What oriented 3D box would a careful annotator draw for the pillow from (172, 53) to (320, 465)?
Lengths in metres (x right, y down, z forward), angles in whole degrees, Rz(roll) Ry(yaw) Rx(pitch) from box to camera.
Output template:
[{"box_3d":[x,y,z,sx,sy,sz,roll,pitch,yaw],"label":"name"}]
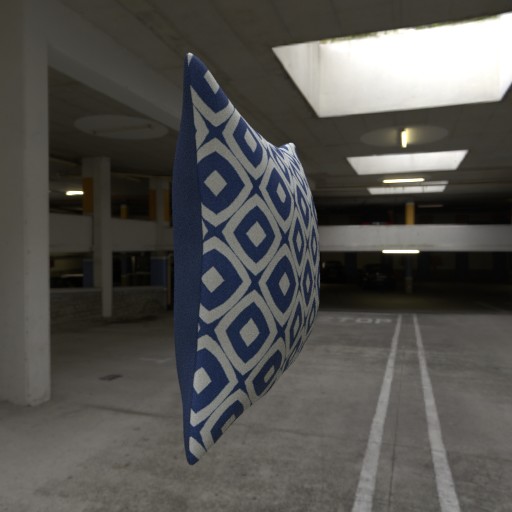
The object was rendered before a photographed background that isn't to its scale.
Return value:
[{"box_3d":[0.000,0.000,0.764,0.188,0.494,0.504,0,1,19],"label":"pillow"}]
